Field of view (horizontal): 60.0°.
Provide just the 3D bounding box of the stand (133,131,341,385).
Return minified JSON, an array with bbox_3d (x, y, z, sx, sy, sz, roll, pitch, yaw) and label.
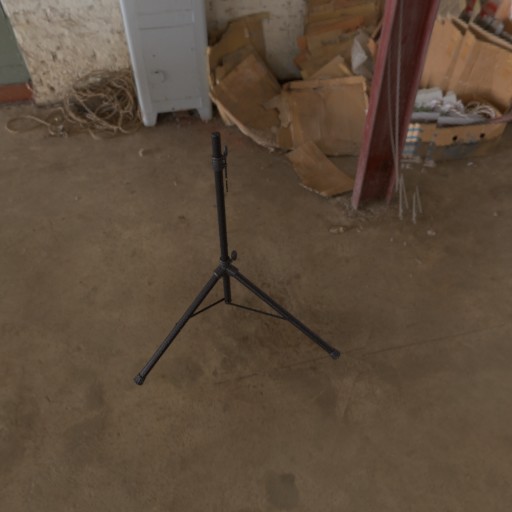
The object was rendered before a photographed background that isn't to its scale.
[{"bbox_3d":[0.000,0.000,1.949,0.907,1.136,1.045,17,48,16],"label":"stand"}]
